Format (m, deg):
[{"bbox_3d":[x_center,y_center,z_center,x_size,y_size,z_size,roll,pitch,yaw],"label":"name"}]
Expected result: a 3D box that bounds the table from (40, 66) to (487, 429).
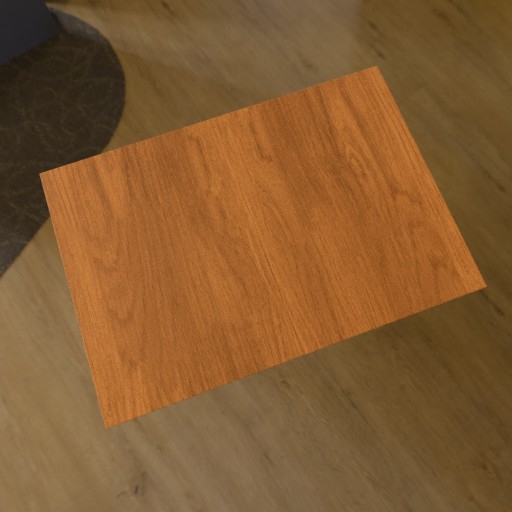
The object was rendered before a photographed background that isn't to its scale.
[{"bbox_3d":[0.000,0.000,1.888,1.300,0.770,0.900,-19,77,-5],"label":"table"}]
